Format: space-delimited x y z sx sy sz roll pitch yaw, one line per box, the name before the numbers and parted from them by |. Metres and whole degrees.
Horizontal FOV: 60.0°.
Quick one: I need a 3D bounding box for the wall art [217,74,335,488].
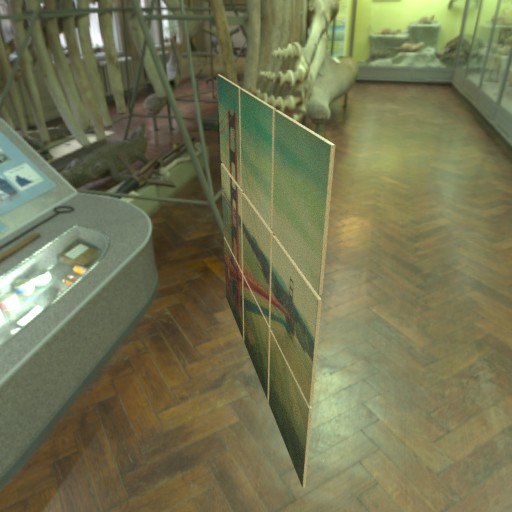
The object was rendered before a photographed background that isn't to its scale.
wall art | 0.000 0.000 2.208 0.014 1.507 1.519 -8 30 -14
